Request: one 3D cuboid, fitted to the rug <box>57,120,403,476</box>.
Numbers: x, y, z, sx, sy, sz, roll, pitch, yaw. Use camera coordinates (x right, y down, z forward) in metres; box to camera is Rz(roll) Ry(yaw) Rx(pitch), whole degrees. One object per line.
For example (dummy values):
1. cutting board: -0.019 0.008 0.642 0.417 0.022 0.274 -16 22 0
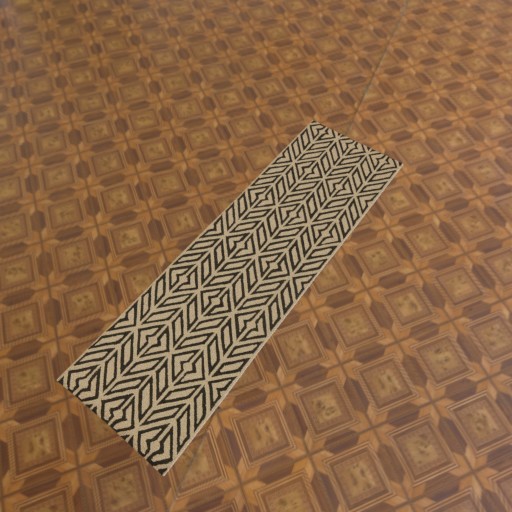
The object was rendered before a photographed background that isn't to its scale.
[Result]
1. rug: 0.000 0.000 2.679 0.750 0.009 2.435 32 63 19
